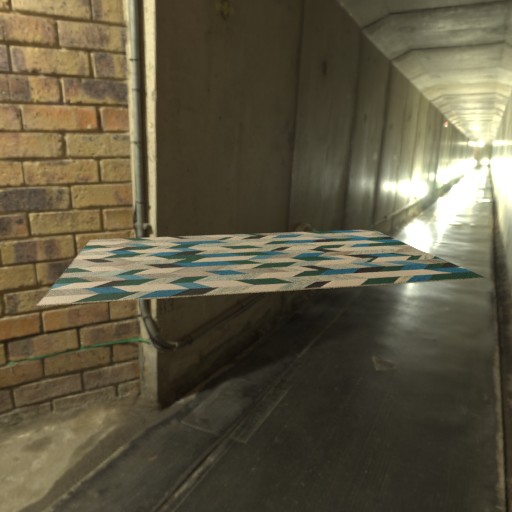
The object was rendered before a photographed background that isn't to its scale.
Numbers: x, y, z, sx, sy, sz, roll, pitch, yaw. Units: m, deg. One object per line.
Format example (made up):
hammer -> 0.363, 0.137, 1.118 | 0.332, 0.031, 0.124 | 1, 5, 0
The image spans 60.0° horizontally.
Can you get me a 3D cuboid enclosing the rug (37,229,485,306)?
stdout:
rug -> 0.000, 0.000, 3.061 | 2.433, 0.007, 1.507 | -3, 15, -10
